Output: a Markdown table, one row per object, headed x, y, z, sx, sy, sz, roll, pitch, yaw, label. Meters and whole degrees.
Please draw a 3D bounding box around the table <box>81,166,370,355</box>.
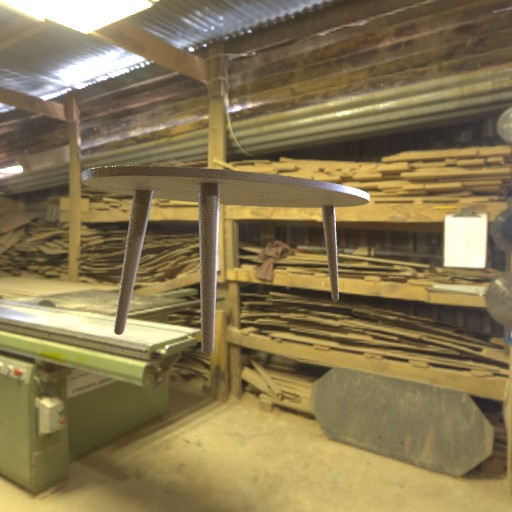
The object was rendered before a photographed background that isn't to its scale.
| x | y | z | sx | sy | sz | roll | pitch | yaw | label |
| --- | --- | --- | --- | --- | --- | --- | --- | --- | --- |
| 0.000 | 0.000 | 1.332 | 0.542 | 0.390 | 1.083 | 2 | 3 | 38 | table |
